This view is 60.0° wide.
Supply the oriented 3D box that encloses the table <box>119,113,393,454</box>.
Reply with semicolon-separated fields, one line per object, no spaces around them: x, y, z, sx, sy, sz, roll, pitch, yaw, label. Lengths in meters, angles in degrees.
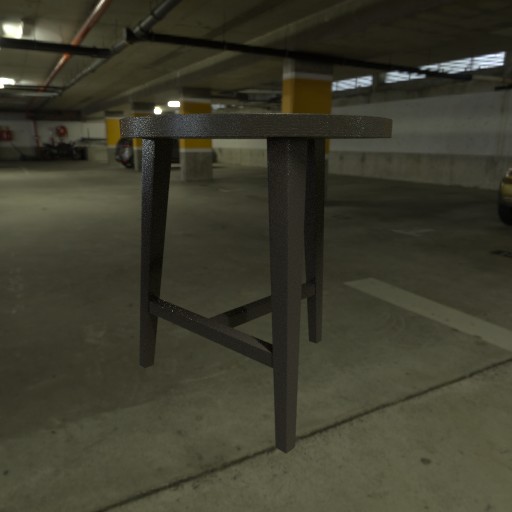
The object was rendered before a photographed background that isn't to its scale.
0.000;0.000;0.911;0.500;0.531;0.500;0;14;0;table
